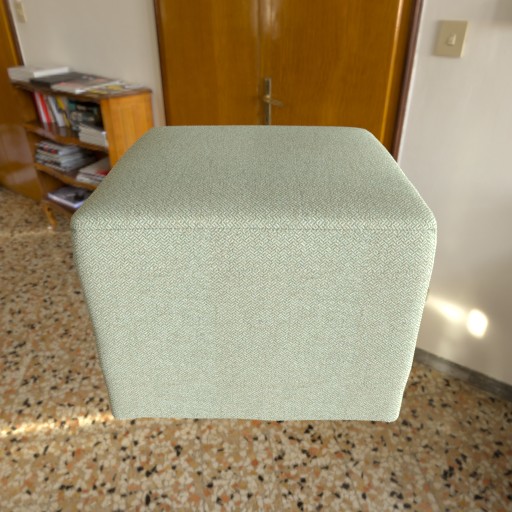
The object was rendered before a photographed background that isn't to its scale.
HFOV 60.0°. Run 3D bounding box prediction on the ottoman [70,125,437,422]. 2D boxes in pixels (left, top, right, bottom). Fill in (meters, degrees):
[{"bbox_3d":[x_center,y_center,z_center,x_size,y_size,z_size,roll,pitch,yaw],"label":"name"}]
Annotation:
[{"bbox_3d":[0.000,0.000,0.905,0.521,0.453,0.512,0,30,1],"label":"ottoman"}]
